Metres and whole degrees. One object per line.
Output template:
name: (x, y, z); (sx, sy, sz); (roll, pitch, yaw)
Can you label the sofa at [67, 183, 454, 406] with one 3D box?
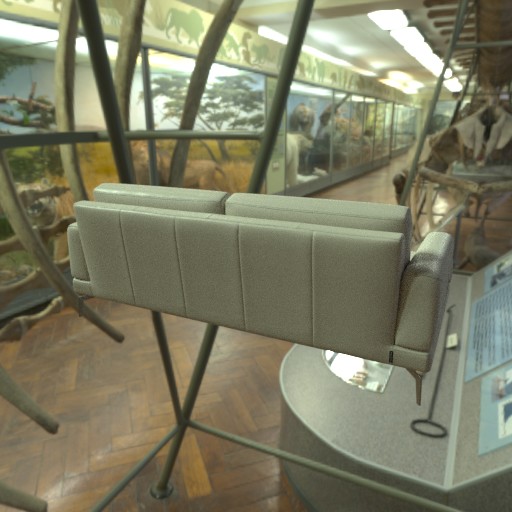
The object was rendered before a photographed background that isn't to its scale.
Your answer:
sofa: (0.000, 0.000, 2.406); (1.940, 0.765, 0.974); (8, 18, 26)
